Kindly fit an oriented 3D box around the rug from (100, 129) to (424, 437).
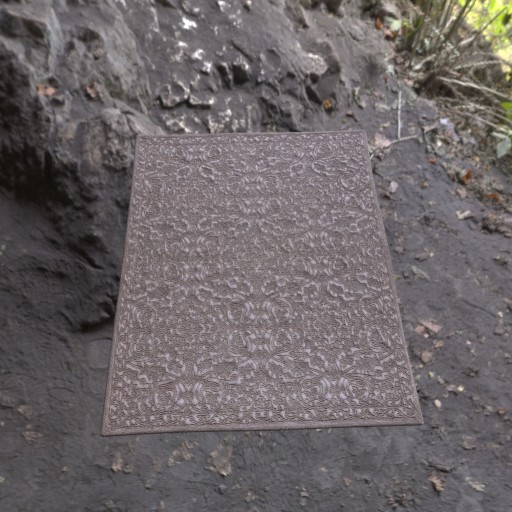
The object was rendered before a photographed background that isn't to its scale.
[{"bbox_3d":[0.000,0.000,4.076,2.472,0.035,3.017,-2,62,-1],"label":"rug"}]
